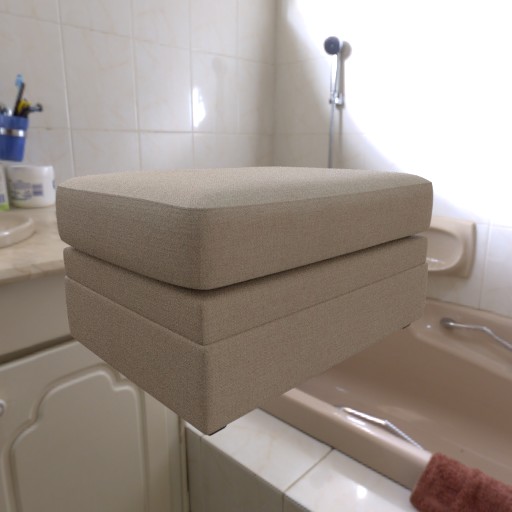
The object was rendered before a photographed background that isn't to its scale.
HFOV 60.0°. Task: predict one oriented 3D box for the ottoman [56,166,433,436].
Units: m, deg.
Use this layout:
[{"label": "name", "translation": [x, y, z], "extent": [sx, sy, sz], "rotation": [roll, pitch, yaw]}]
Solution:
[{"label": "ottoman", "translation": [0.000, 0.000, 1.240], "extent": [0.885, 0.478, 0.637], "rotation": [-13, 19, -42]}]
